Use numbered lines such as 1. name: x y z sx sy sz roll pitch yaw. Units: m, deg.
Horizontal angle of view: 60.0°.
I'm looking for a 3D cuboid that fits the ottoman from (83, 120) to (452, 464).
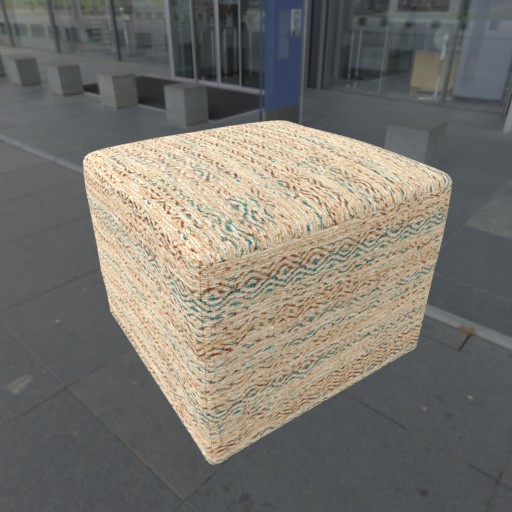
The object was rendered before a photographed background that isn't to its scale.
1. ottoman: 0.000 0.000 0.919 0.521 0.453 0.512 -19 35 -29
